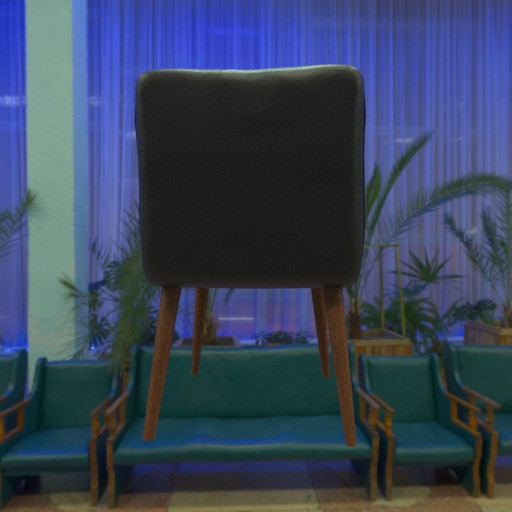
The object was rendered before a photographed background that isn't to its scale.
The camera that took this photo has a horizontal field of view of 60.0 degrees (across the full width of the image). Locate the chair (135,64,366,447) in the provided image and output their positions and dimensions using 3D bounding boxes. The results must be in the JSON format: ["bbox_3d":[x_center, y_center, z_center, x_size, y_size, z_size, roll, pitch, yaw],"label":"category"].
[{"bbox_3d":[0.000,0.000,1.214,0.543,0.801,0.645,0,0,-1],"label":"chair"}]
